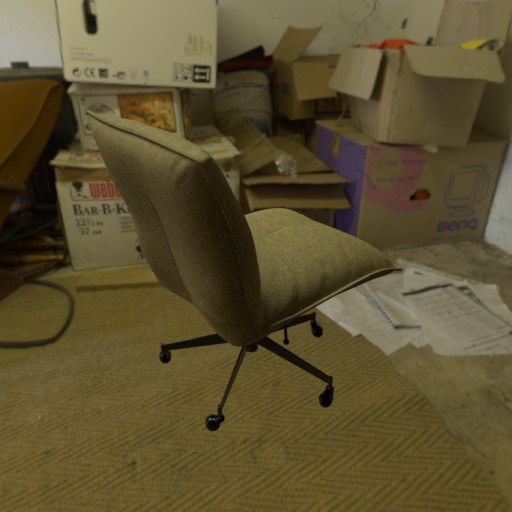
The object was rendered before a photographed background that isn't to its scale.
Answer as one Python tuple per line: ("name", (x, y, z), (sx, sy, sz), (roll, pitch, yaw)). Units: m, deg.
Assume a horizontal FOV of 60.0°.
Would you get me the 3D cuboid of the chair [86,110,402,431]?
("chair", (0.000, 0.000, 1.297), (0.696, 0.811, 0.597), (-18, 32, -32))
